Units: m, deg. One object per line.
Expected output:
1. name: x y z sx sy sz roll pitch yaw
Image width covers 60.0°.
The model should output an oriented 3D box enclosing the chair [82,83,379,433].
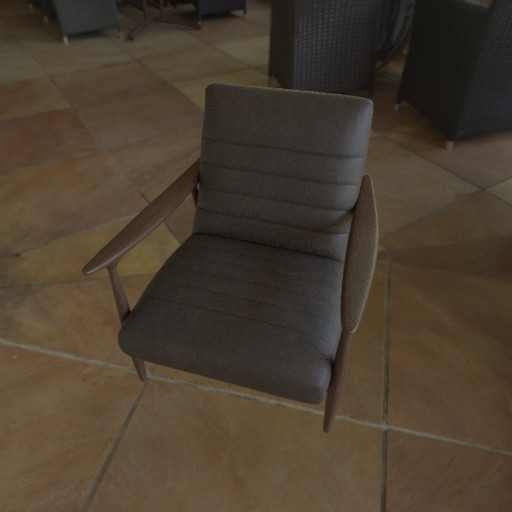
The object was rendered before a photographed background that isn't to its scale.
1. chair: 0.000 0.000 1.446 0.741 0.831 0.798 11 42 13
